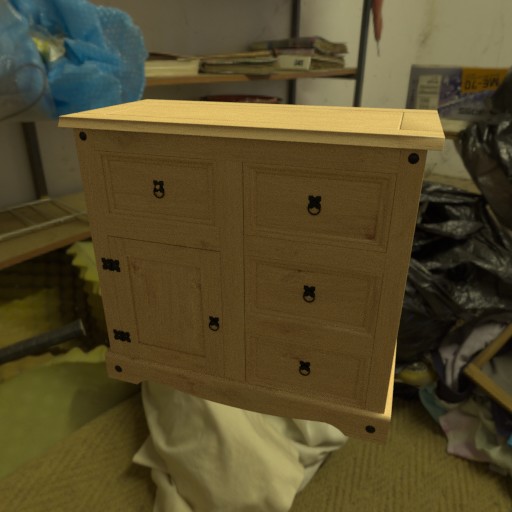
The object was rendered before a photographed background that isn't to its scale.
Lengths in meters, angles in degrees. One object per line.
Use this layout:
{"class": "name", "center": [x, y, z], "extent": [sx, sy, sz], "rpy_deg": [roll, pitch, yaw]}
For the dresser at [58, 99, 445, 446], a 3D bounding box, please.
{"class": "dresser", "center": [0.000, 0.000, 1.352], "extent": [0.915, 0.835, 0.440], "rpy_deg": [8, 26, 17]}
